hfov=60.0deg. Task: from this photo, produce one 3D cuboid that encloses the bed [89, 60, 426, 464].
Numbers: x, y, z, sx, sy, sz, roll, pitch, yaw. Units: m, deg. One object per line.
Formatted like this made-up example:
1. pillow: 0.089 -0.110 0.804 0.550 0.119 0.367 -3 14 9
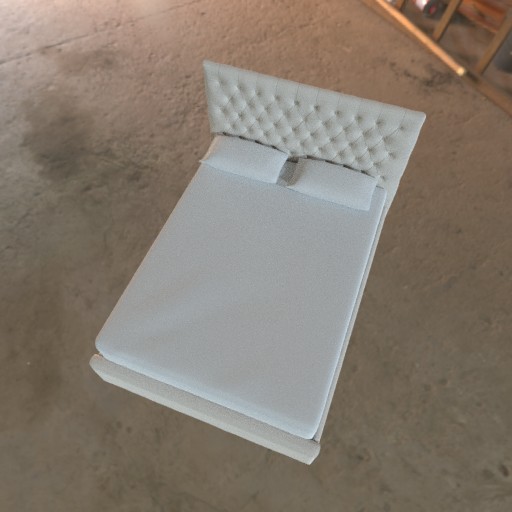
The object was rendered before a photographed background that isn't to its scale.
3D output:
1. bed: 0.000 0.000 3.270 1.696 1.426 2.233 18 60 11
